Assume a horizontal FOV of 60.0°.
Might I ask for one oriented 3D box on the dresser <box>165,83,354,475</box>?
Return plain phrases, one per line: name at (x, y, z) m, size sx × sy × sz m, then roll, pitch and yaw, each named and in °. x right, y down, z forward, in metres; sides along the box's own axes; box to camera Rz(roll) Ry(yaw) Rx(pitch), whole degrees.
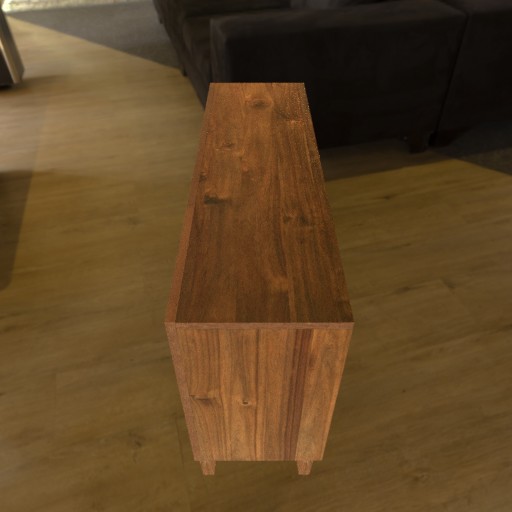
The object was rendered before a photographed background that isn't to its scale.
dresser at (0.000, 0.000, 1.812) m, size 0.446 × 0.873 × 1.400 m, roll 0°, pitch 42°, yaw 0°
